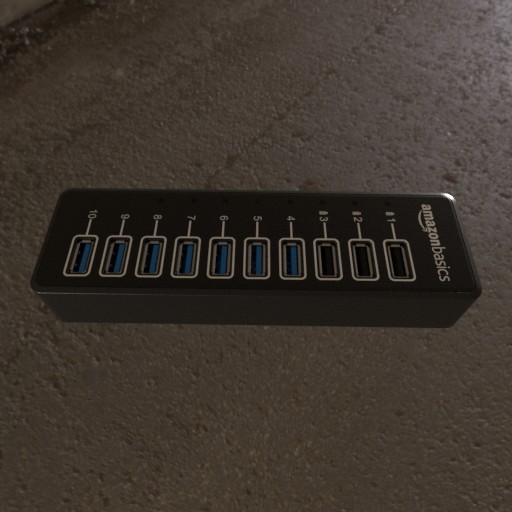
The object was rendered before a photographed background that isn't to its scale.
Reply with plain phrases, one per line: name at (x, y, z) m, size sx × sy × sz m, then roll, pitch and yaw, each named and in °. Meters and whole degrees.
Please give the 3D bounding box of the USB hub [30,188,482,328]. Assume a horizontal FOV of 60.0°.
USB hub at (0.000, 0.000, 0.160) m, size 0.145 × 0.023 × 0.044 m, roll 1°, pitch 57°, yaw 1°
